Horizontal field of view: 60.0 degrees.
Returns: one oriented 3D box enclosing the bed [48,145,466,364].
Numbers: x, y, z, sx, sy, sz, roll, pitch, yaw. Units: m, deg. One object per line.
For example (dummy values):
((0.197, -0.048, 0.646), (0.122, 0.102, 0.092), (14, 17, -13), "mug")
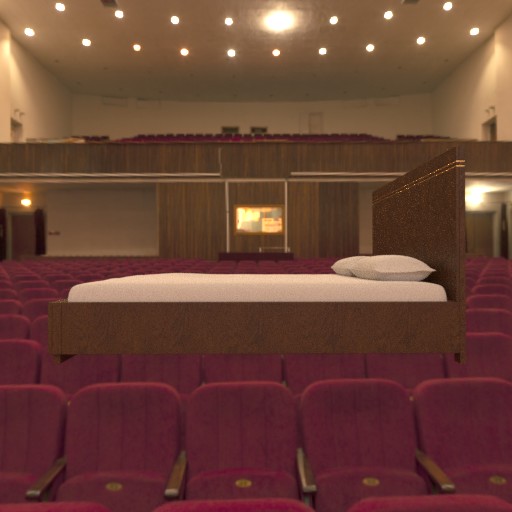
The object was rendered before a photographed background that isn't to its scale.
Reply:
((0.000, 0.000, 3.163), (2.221, 1.169, 1.613), (0, -1, -1), "bed")
